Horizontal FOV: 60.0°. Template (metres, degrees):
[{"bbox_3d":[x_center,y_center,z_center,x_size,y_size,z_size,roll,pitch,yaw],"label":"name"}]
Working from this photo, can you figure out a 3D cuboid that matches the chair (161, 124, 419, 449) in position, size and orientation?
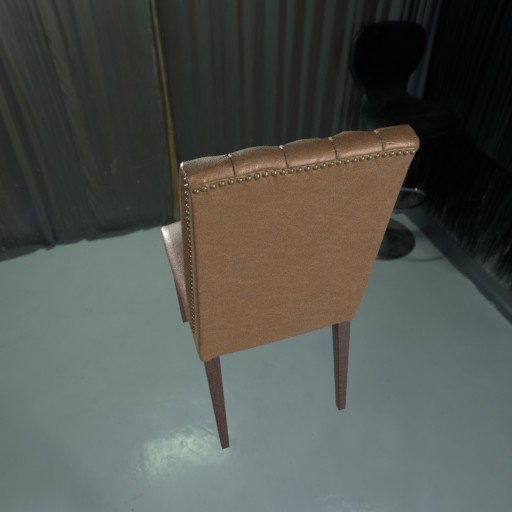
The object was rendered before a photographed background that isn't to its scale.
[{"bbox_3d":[0.000,0.000,1.364,0.511,1.016,0.647,-13,42,-15],"label":"chair"}]
